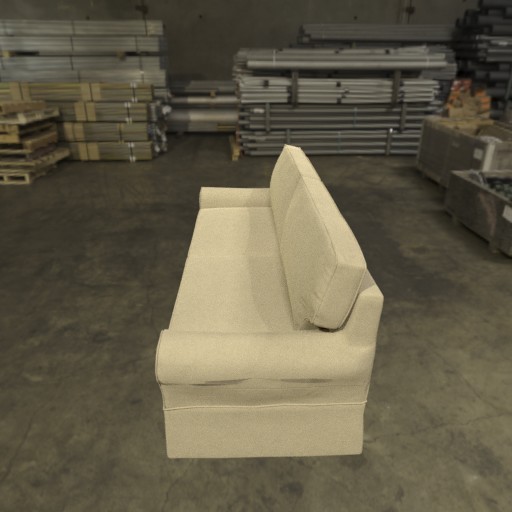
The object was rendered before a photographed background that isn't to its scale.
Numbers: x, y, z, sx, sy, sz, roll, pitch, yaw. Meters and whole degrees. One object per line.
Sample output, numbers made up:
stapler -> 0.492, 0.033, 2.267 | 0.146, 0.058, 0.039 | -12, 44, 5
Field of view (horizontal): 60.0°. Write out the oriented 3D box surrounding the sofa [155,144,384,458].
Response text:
sofa -> 0.000, 0.000, 2.715 | 0.900, 1.014, 2.246 | -1, 25, -2
